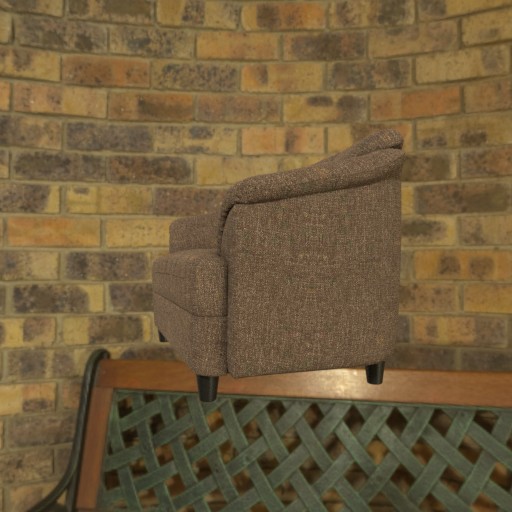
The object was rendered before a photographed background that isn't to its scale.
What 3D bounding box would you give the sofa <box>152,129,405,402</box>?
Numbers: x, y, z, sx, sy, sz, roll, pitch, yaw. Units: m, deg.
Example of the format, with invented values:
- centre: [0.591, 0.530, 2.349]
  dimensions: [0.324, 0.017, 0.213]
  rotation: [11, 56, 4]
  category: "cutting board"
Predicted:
- centre: [0.000, 0.000, 1.967]
  dimensions: [0.799, 0.895, 1.404]
  rotation: [0, -1, -19]
  category: "sofa"
